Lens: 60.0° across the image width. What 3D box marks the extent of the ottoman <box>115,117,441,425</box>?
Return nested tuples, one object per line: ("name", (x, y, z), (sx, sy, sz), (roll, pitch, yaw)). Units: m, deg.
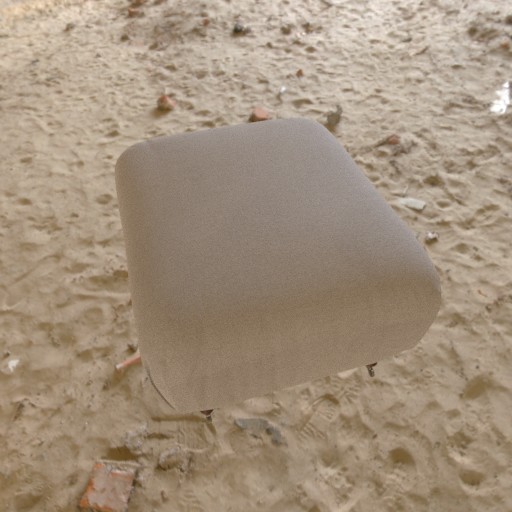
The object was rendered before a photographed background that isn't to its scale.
("ottoman", (0.000, 0.000, 1.152), (0.622, 0.450, 0.746), (-12, 48, -12))
